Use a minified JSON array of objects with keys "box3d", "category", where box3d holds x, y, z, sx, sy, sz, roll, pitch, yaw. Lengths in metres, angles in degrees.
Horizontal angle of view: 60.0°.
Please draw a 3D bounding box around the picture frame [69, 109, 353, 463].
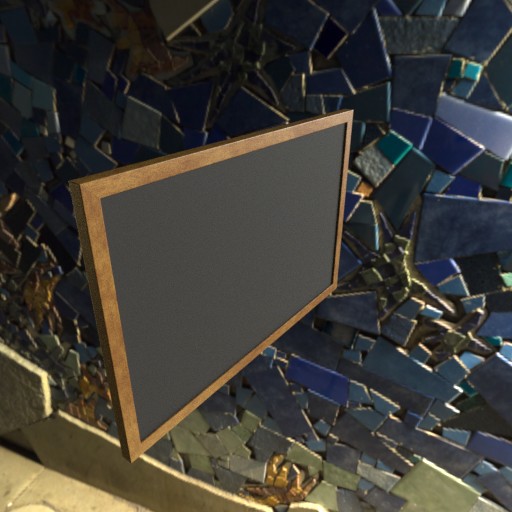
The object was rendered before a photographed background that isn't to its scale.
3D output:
[{"box3d":[0.000,0.000,1.148,0.029,0.621,0.922,19,32,33],"category":"picture frame"}]
